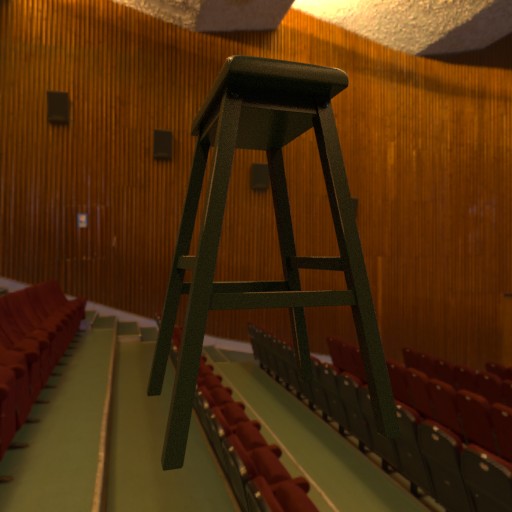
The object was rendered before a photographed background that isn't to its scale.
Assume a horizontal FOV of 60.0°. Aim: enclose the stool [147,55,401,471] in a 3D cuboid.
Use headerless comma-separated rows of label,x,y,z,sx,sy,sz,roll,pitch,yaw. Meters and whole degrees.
stool,0.000,0.000,1.047,0.476,0.737,0.457,0,0,-17
